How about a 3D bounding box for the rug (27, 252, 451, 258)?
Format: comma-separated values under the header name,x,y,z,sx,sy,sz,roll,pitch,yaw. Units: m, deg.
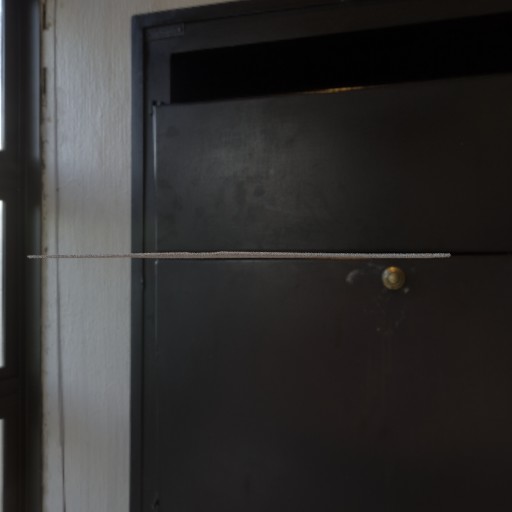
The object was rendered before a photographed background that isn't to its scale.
name,x,y,z,sx,sy,sz,roll,pitch,yaw
rug,0.000,0.000,2.967,2.264,0.030,1.624,0,0,19
